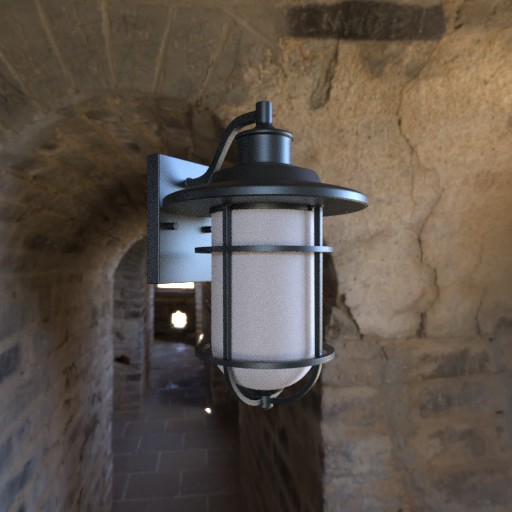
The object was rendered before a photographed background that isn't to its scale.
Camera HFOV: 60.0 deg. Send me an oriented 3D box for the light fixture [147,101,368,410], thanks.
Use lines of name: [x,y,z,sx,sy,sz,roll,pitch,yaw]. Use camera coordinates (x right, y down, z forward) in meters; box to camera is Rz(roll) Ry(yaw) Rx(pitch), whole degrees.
light fixture: [0.000,0.000,0.507,0.252,0.345,0.222,0,-1,36]
